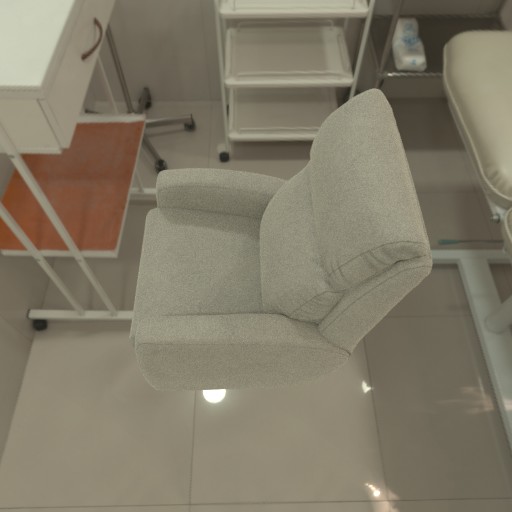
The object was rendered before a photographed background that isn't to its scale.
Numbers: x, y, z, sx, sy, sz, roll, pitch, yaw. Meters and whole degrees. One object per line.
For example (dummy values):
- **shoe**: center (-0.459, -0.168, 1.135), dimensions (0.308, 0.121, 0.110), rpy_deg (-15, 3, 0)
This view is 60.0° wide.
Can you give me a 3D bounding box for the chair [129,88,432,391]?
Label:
- **chair**: center (0.000, 0.000, 1.641), dimensions (0.940, 1.021, 0.794), rpy_deg (-1, 58, -1)
